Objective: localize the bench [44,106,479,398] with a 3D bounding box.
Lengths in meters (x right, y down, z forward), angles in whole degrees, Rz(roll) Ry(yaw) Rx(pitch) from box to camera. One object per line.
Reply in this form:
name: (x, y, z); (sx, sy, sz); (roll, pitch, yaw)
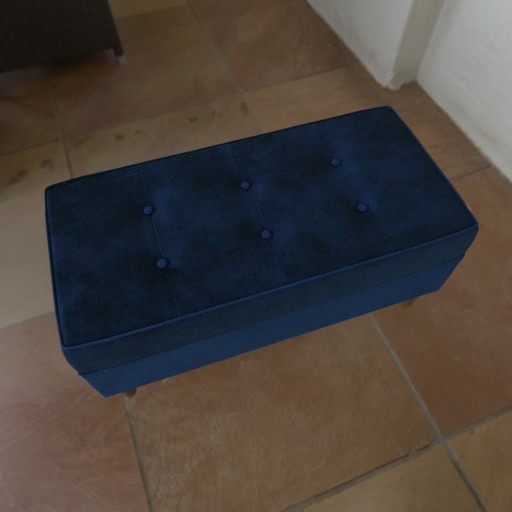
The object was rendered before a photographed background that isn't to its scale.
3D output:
bench: (0.000, 0.000, 1.283); (1.010, 0.467, 0.489); (-16, 59, -10)
